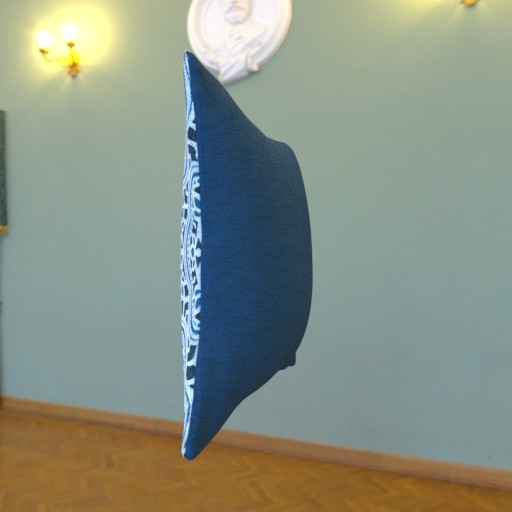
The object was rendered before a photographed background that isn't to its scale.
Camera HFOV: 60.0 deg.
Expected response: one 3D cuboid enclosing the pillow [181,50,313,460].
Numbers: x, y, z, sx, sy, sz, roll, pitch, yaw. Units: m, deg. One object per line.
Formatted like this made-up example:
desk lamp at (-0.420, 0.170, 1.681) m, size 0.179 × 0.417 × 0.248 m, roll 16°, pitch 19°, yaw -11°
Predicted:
pillow at (0.000, 0.000, 0.655) m, size 0.145 × 0.420 × 0.440 m, roll 0°, pitch 0°, yaw 19°
